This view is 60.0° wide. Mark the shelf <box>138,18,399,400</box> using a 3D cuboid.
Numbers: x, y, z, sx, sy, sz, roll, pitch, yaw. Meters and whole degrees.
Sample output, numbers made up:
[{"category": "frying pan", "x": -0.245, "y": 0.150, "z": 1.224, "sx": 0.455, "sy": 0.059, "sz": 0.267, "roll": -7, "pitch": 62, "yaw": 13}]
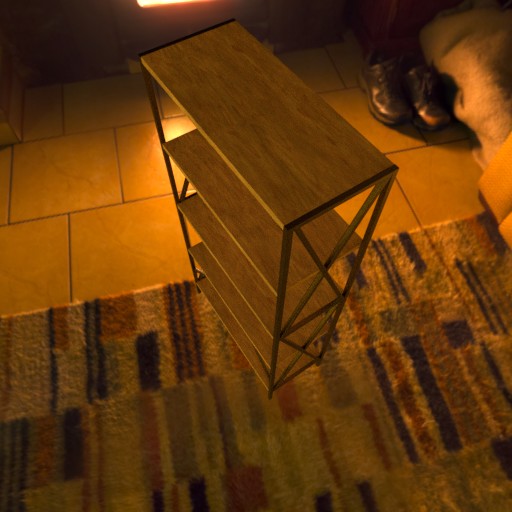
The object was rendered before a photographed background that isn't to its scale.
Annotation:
[{"category": "shelf", "x": 0.000, "y": 0.000, "z": 2.147, "sx": 0.386, "sy": 1.803, "sz": 0.874, "roll": -30, "pitch": 63, "yaw": -17}]
